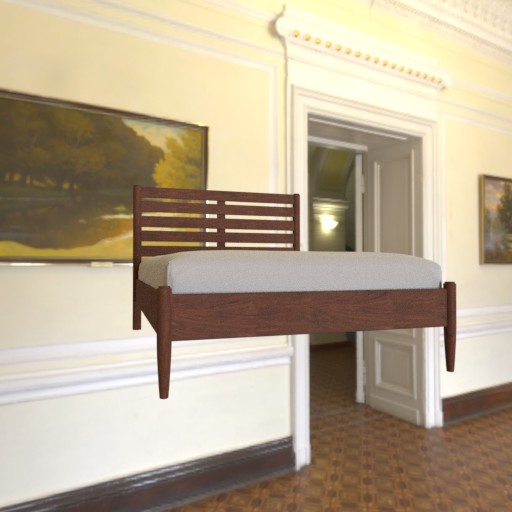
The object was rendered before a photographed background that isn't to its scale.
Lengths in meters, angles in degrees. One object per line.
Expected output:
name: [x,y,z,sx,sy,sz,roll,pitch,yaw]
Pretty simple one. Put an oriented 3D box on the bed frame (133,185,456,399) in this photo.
bed frame: [0.000,0.000,3.276,1.655,1.321,2.234,0,-1,-18]
